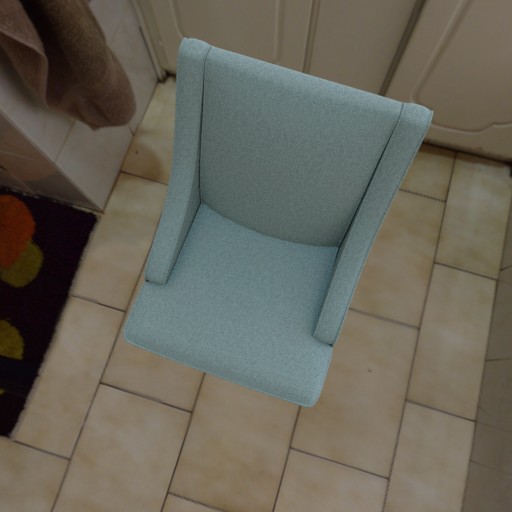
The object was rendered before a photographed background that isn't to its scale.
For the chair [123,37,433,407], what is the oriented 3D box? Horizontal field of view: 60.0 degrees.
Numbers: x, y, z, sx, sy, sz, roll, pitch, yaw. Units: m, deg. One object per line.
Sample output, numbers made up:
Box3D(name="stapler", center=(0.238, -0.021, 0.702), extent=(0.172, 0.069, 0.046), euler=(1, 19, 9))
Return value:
Box3D(name="chair", center=(0.000, 0.000, 1.852), extent=(0.857, 1.133, 1.025), euler=(19, 76, 5))
